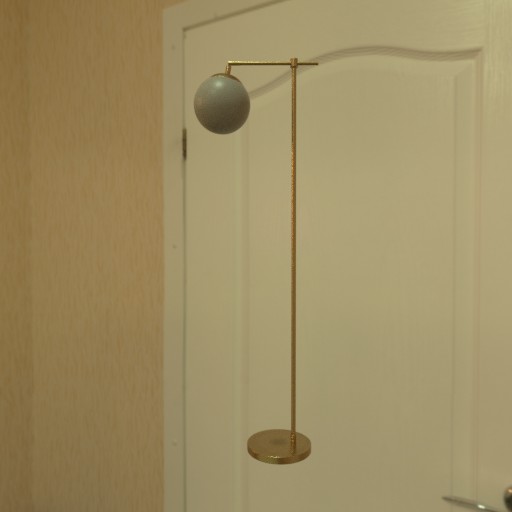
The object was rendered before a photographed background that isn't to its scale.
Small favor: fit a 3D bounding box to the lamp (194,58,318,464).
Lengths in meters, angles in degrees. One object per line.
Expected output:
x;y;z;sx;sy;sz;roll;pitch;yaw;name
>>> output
0.000;0.000;1.712;0.476;1.505;0.249;0;1;0;lamp
